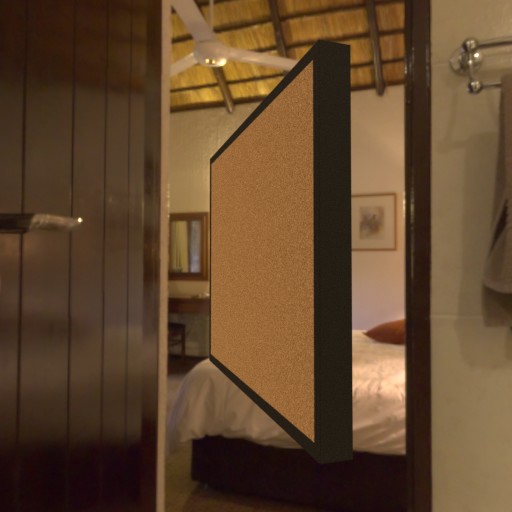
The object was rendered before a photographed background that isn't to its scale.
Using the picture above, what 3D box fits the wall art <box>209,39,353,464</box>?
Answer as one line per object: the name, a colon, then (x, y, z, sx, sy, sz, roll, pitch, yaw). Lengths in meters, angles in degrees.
wall art: (0.000, 0.000, 0.531, 0.028, 0.325, 0.397, 1, -2, -18)
